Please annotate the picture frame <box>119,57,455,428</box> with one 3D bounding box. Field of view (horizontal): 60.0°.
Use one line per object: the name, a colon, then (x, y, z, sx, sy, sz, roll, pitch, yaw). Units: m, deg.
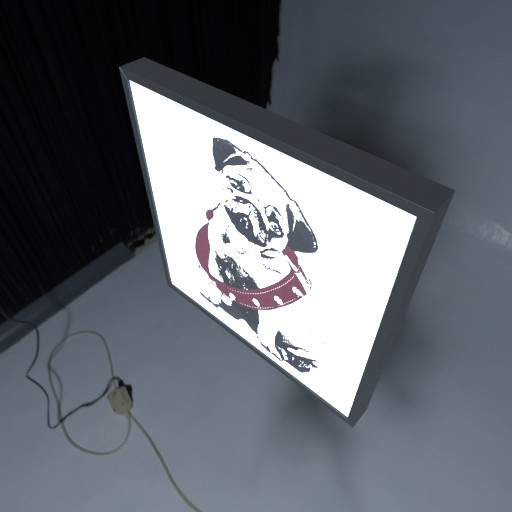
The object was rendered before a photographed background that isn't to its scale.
picture frame: (0.000, 0.000, 0.466, 0.317, 0.317, 0.030, 32, 54, 27)
